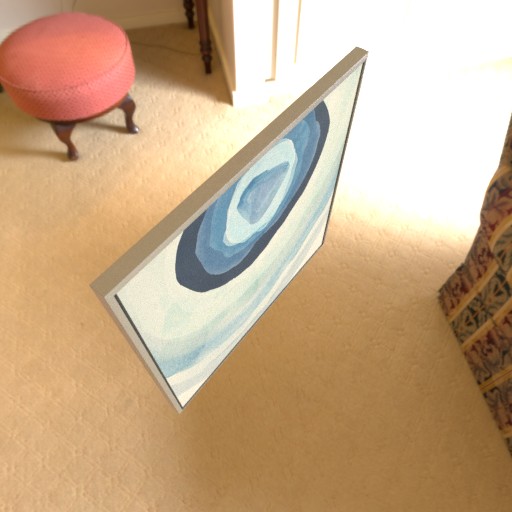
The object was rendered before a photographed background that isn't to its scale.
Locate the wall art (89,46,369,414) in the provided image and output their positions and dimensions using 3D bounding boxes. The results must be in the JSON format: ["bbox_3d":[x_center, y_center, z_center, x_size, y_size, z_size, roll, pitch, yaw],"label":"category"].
[{"bbox_3d":[0.000,0.000,1.207,0.038,0.807,0.809,34,64,19],"label":"wall art"}]
